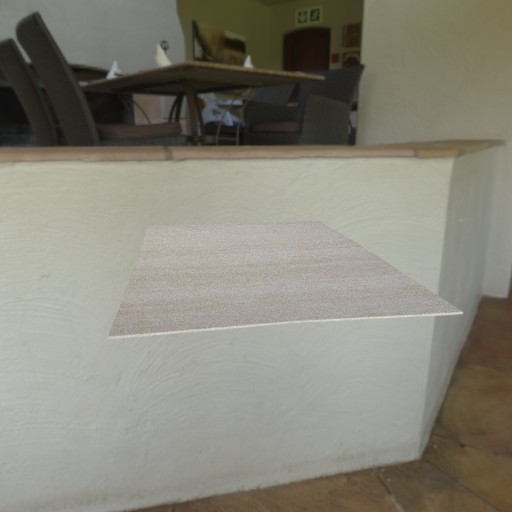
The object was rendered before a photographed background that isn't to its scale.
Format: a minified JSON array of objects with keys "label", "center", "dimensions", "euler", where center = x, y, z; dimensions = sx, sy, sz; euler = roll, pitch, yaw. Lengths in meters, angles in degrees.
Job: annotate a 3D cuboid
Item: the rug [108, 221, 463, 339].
[{"label":"rug","center":[0.000,0.000,3.814],"dimensions":[2.032,0.038,2.869],"euler":[-2,16,-9]}]
